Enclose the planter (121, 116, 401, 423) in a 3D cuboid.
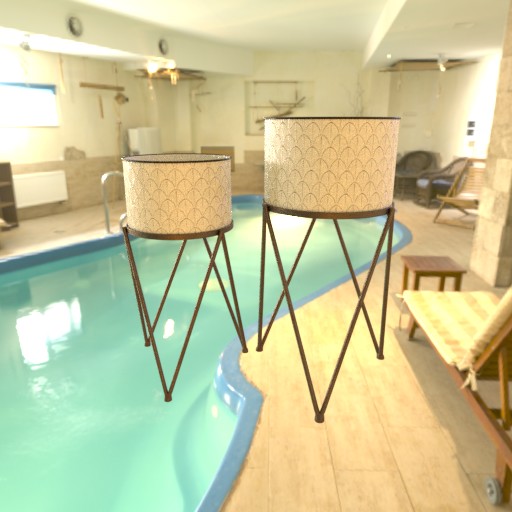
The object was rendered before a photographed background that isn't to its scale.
[{"bbox_3d":[0.000,0.000,1.195,0.769,0.712,0.413,2,17,7],"label":"planter"}]
